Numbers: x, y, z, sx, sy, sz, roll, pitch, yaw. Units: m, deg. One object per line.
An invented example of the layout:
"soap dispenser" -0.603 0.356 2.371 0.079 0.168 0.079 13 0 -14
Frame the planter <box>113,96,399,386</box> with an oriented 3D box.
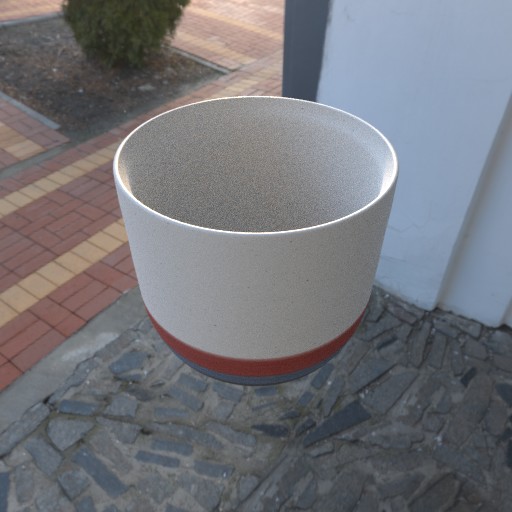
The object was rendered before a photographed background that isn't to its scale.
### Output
"planter" 0.000 0.000 0.511 0.268 0.270 0.268 0 41 0
